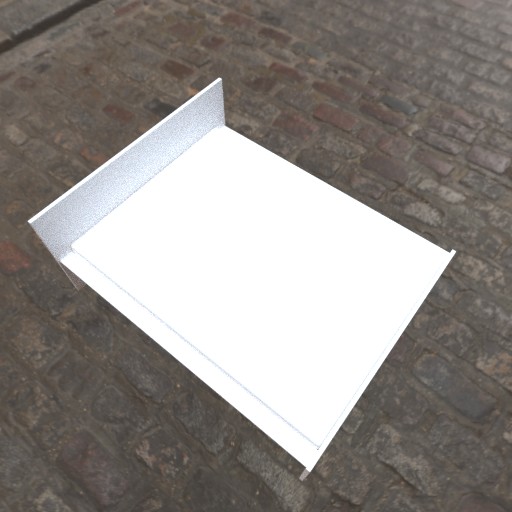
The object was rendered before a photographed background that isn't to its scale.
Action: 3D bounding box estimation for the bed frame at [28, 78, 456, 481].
[{"bbox_3d":[0.000,0.000,2.819,1.960,0.800,1.622,34,64,19],"label":"bed frame"}]
